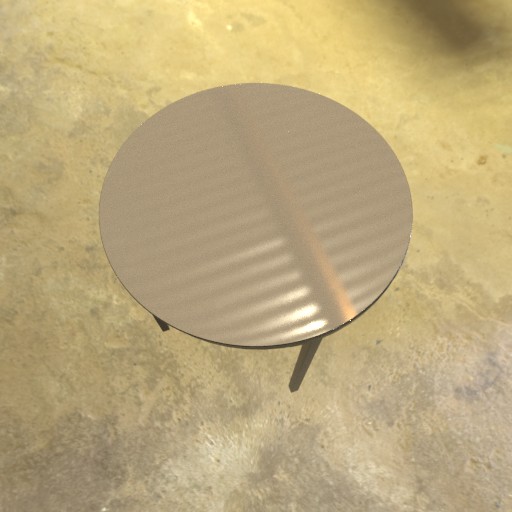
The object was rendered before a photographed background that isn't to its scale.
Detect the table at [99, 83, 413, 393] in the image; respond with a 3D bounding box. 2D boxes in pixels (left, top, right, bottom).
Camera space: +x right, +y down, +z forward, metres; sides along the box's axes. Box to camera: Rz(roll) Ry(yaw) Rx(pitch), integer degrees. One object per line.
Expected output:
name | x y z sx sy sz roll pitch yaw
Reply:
table | 0.000 0.000 0.909 0.499 0.443 0.499 0 63 0
